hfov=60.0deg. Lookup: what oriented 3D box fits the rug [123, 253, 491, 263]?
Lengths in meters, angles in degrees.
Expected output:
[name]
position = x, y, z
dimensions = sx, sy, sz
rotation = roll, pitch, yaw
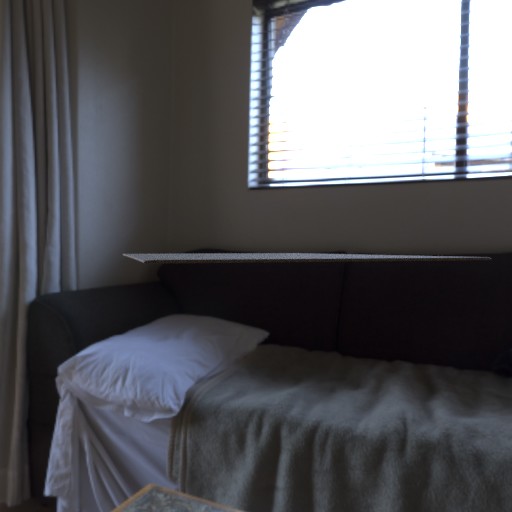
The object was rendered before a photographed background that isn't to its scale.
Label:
[rug]
position = 0.000, 0.000, 2.735
dimensions = 1.517, 0.013, 2.115
rotation = 0, 1, -19
